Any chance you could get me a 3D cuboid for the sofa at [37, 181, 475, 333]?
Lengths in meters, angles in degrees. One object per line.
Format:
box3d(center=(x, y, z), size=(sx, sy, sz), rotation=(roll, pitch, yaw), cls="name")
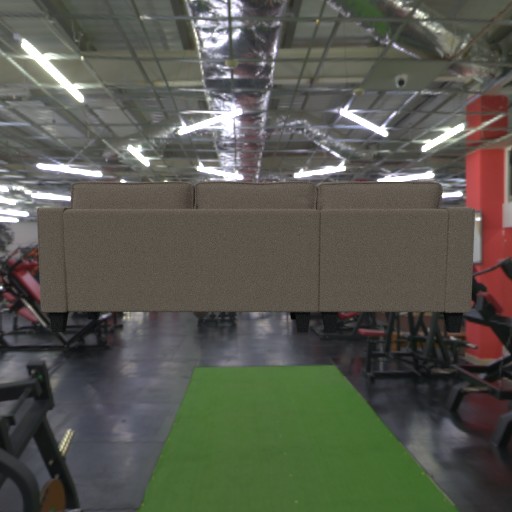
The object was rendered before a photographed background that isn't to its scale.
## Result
box3d(center=(0.000, 0.000, 3.217), size=(2.561, 0.928, 1.294), rotation=(0, 0, 0), cls="sofa")
